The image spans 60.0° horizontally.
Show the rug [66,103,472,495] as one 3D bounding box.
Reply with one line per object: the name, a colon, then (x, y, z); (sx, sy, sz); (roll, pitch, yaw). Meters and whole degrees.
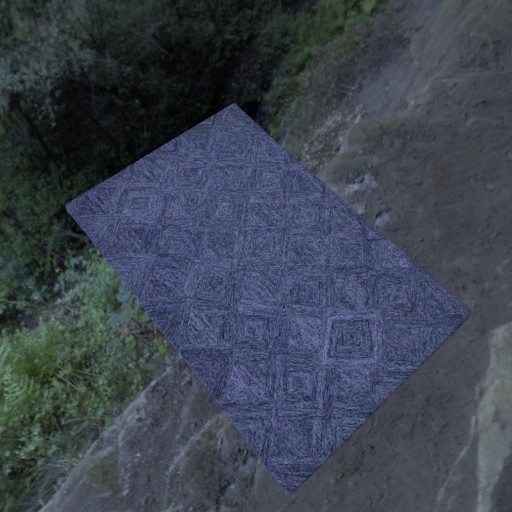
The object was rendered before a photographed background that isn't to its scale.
rug: (0.000, 0.000, 2.178); (1.158, 0.013, 1.752); (-37, 68, -18)
